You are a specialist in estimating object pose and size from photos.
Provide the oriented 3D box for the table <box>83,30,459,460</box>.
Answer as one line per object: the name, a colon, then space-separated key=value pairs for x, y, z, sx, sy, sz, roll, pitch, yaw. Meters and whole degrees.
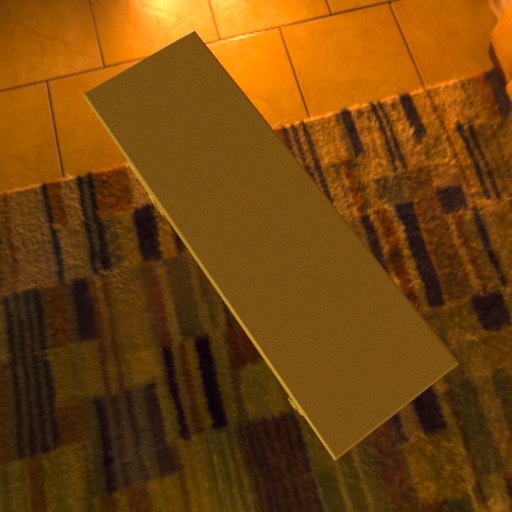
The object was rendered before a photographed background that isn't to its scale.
table: x=0.000 y=0.000 z=1.570 sx=0.386 sy=0.814 sz=1.191 roll=-34 pitch=78 yaw=-8
